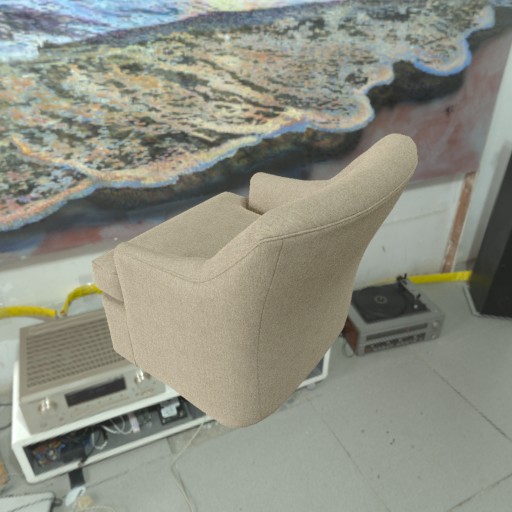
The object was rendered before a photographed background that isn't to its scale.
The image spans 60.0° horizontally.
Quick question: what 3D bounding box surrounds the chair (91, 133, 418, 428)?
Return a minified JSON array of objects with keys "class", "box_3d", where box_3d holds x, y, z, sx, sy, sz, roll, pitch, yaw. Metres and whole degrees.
[{"class":"chair","box_3d":[0.000,0.000,1.591,0.923,0.856,0.864,21,37,30]}]
